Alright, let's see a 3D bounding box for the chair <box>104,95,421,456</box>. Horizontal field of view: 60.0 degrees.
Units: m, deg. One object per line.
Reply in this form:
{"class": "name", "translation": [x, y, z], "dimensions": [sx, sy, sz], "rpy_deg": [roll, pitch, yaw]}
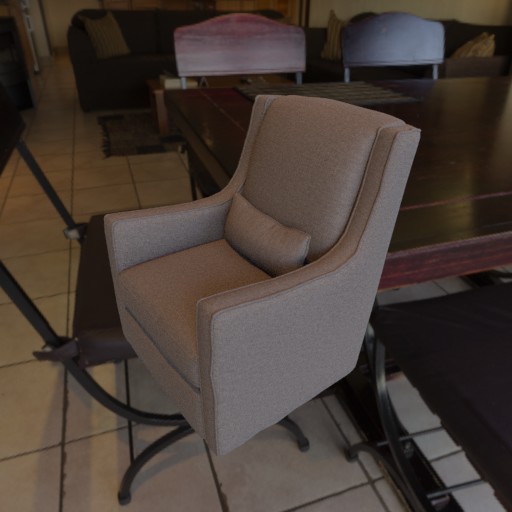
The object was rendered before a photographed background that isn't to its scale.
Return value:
{"class": "chair", "translation": [0.000, 0.000, 1.611], "dimensions": [0.879, 0.993, 0.732], "rpy_deg": [-21, 37, -32]}
